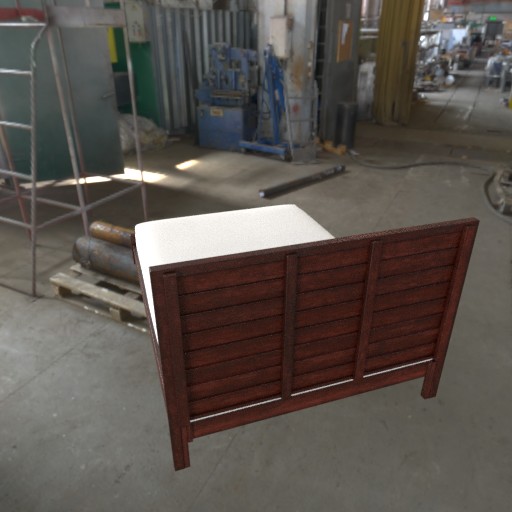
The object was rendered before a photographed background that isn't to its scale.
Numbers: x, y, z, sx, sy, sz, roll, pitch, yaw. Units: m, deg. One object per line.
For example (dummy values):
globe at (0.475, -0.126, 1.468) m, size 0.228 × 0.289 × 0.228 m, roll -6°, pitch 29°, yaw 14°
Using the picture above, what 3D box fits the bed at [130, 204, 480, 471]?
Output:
bed at (0.000, 0.000, 3.974) m, size 2.040 × 1.492 × 2.803 m, roll -9°, pitch 29°, yaw -17°
